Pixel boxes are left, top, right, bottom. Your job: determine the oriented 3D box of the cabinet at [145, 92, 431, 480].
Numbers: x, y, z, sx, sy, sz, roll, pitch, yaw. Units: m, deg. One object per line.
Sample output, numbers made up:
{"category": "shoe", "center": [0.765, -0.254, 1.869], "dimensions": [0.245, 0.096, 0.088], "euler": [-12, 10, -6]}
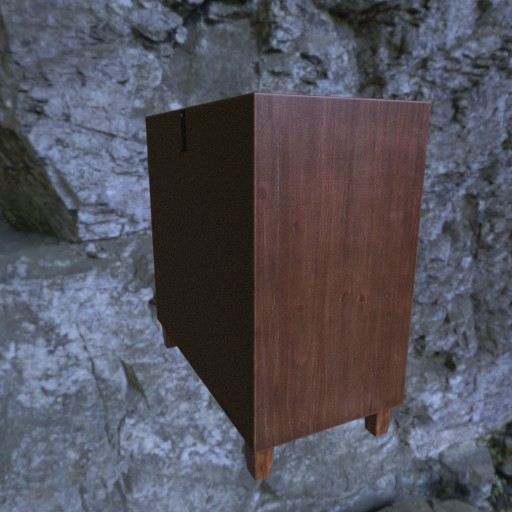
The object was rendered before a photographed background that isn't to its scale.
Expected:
{"category": "cabinet", "center": [0.000, 0.000, 1.258], "dimensions": [0.412, 0.785, 0.796], "euler": [-7, 16, -25]}
